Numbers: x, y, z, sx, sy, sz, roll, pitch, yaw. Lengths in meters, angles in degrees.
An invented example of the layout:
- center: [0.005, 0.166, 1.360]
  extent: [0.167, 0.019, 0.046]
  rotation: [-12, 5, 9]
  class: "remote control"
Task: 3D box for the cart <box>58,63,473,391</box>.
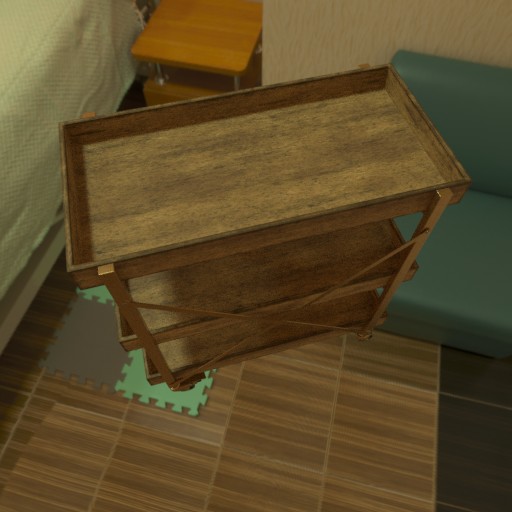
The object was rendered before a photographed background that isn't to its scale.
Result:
- center: [0.000, 0.000, 1.218]
  extent: [0.750, 0.799, 0.416]
  rotation: [-13, 59, -8]
  class: "cart"
